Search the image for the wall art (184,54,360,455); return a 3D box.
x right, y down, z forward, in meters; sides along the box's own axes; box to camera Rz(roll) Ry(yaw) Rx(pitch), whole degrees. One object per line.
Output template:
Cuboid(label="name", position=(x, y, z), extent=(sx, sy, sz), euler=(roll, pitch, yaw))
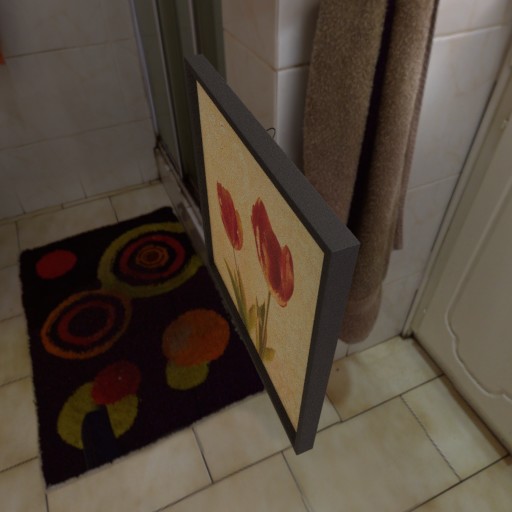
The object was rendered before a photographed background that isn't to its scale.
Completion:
Cuboid(label="wall art", position=(0.000, 0.000, 0.532), extent=(0.038, 0.349, 0.349), euler=(-16, 48, -16))
